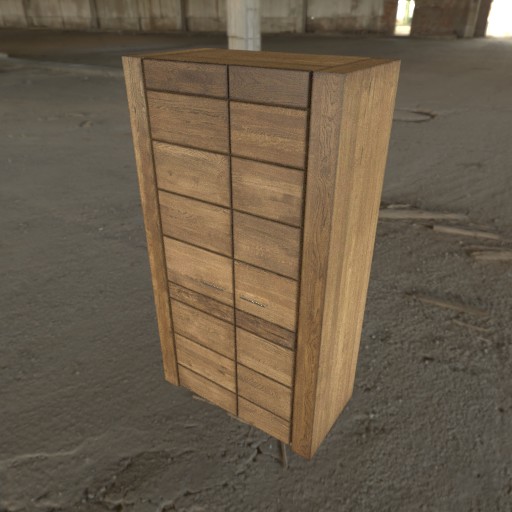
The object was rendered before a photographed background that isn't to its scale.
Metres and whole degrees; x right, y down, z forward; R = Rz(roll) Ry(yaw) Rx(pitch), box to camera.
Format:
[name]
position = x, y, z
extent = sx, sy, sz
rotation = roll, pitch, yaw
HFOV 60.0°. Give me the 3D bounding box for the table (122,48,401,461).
[table]
position = 0.000, 0.000, 2.439
extent = 1.100, 2.000, 0.600
rotation = 18, 34, 29
